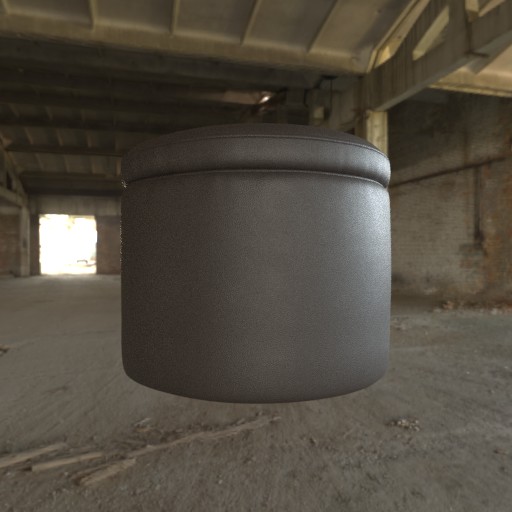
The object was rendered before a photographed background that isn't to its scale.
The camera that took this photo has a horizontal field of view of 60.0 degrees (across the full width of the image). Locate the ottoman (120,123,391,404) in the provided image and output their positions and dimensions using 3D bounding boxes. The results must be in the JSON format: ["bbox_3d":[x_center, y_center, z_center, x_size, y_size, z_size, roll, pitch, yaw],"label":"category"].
[{"bbox_3d":[0.000,0.000,0.855,0.500,0.409,0.500,0,0,0],"label":"ottoman"}]
